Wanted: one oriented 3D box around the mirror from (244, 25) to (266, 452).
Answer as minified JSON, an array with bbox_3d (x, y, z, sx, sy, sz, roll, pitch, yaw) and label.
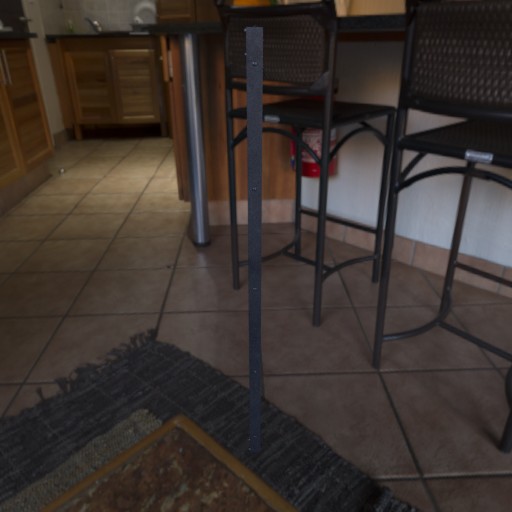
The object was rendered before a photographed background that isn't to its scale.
[{"bbox_3d":[0.000,0.000,1.171,0.042,1.080,0.354,0,27,0],"label":"mirror"}]
